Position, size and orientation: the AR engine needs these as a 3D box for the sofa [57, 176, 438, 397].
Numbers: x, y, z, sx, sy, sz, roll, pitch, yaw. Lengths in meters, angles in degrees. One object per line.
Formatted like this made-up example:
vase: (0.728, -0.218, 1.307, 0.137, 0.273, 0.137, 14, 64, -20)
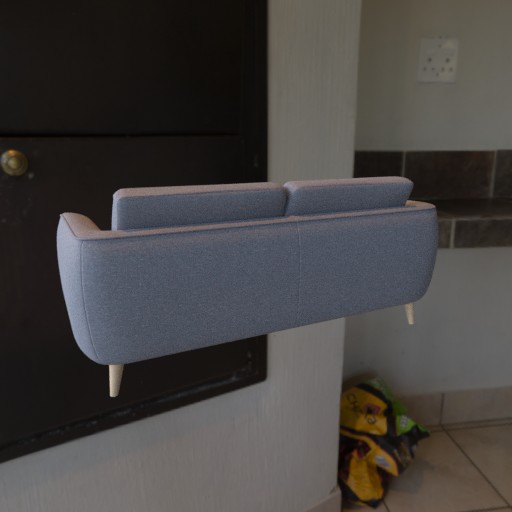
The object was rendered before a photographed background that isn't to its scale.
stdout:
sofa: (0.000, 0.000, 2.526, 2.000, 0.870, 0.920, -7, 16, -26)
